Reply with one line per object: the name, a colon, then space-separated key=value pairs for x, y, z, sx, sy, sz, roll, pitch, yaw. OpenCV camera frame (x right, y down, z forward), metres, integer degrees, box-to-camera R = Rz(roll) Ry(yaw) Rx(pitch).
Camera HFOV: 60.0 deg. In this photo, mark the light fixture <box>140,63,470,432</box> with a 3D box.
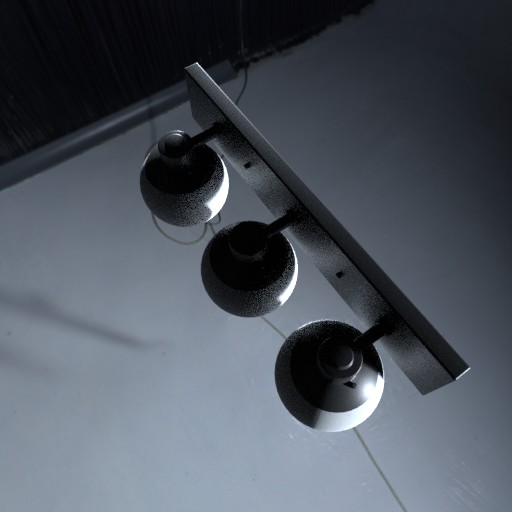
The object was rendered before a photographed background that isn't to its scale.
light fixture: x=0.000 y=0.000 z=0.827 sx=0.218 sy=0.263 sz=0.721 roll=-32 pitch=68 yaw=-15
